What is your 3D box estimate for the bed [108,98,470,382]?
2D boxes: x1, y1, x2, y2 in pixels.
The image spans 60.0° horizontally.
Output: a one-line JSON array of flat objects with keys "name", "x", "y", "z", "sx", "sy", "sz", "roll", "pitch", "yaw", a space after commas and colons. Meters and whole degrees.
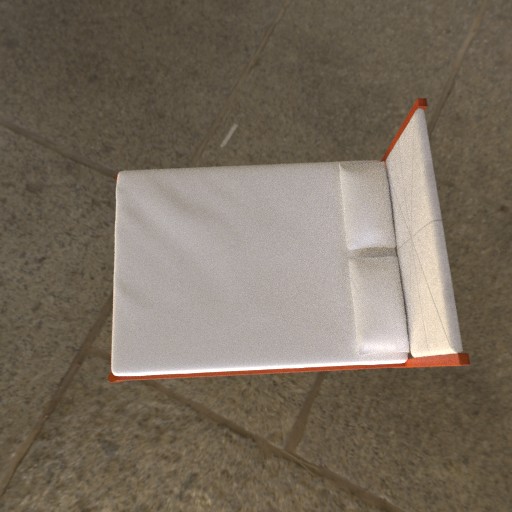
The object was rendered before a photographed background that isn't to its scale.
[{"name": "bed", "x": 0.000, "y": 0.000, "z": 3.003, "sx": 2.117, "sy": 1.165, "sz": 1.566, "roll": -3, "pitch": 75, "yaw": -1}]
